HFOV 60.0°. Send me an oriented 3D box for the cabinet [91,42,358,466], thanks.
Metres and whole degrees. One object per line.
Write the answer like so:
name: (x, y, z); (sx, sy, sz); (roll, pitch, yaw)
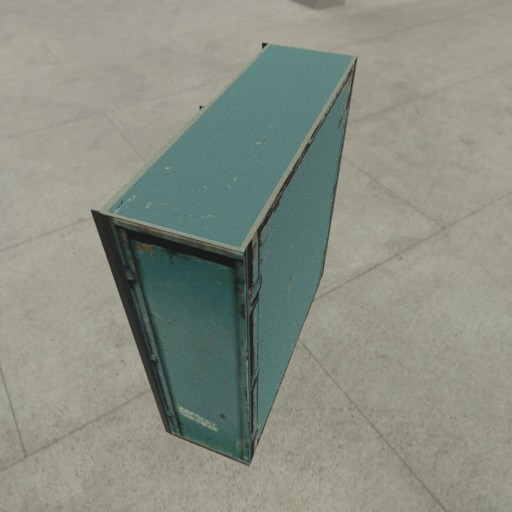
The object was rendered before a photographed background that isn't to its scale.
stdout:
cabinet: (0.000, 0.000, 3.154); (0.680, 2.160, 2.000); (15, 47, 15)
